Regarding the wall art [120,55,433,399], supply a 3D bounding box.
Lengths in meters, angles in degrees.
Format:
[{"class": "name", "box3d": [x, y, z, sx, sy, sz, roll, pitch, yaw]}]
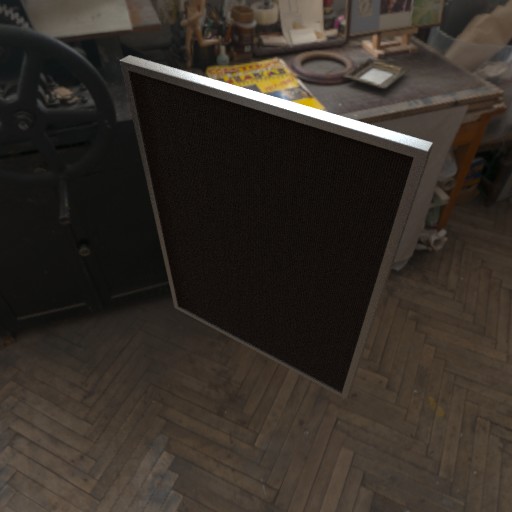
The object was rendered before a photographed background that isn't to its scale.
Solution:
[{"class": "wall art", "box3d": [0.000, 0.000, 1.395, 0.801, 1.062, 0.037, 24, 51, 21]}]
